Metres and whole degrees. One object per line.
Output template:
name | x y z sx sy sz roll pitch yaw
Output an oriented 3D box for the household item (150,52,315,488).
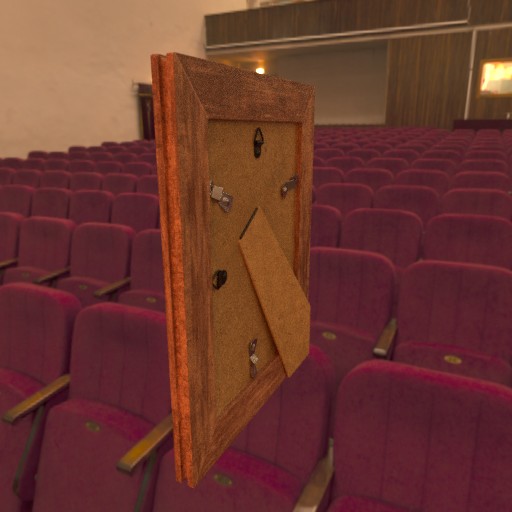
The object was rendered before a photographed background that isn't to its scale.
household item | 0.000 0.000 0.311 0.018 0.237 0.186 8 18 26
